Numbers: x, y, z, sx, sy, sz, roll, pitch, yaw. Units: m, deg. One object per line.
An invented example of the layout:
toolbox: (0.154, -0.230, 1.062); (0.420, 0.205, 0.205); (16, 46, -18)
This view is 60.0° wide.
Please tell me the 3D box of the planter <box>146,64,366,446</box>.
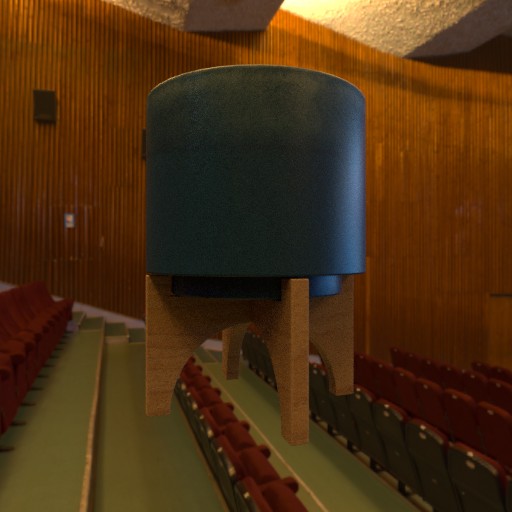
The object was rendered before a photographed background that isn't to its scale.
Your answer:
planter: (0.000, 0.000, 0.399); (0.192, 0.263, 0.192); (0, 0, 0)
